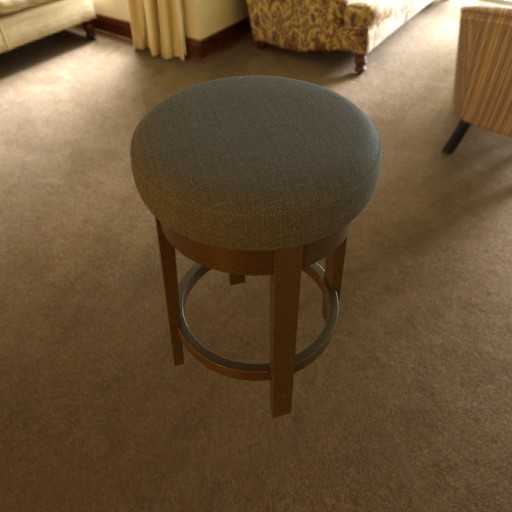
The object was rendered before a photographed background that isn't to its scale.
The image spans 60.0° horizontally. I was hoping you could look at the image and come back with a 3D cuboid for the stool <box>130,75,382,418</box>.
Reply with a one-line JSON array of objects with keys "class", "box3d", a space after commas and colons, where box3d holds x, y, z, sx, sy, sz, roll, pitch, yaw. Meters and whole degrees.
[{"class": "stool", "box3d": [0.000, 0.000, 0.970, 0.449, 0.655, 0.449, 0, 46, 0]}]
